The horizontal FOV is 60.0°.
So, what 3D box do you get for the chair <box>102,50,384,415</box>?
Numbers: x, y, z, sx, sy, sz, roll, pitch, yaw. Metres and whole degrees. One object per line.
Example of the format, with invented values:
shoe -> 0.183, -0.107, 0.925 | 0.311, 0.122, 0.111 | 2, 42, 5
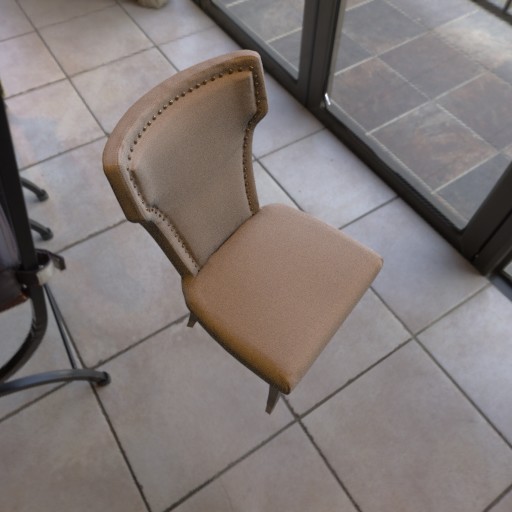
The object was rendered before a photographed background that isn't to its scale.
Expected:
chair -> 0.000, 0.000, 1.341 | 0.630, 0.950, 0.526 | 34, 65, 19
